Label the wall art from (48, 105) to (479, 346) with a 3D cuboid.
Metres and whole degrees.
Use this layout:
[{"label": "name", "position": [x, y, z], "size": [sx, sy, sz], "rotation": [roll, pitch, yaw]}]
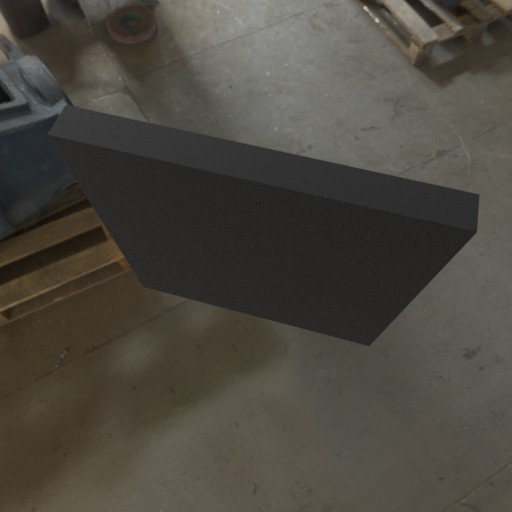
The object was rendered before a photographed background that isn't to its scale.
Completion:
[{"label": "wall art", "position": [0.000, 0.000, 0.451], "size": [0.308, 0.305, 0.030], "rotation": [14, 65, 6]}]
